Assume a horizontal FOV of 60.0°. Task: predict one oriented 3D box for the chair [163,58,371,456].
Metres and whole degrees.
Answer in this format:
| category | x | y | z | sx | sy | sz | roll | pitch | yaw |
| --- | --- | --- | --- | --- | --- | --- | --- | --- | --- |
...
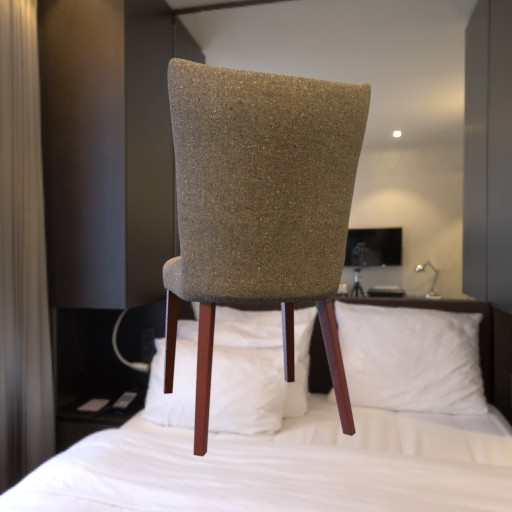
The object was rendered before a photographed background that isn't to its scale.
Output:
| category | x | y | z | sx | sy | sz | roll | pitch | yaw |
| --- | --- | --- | --- | --- | --- | --- | --- | --- | --- |
| chair | 0.000 | 0.000 | 1.278 | 0.535 | 0.924 | 0.623 | 0 | 0 | -17 |
